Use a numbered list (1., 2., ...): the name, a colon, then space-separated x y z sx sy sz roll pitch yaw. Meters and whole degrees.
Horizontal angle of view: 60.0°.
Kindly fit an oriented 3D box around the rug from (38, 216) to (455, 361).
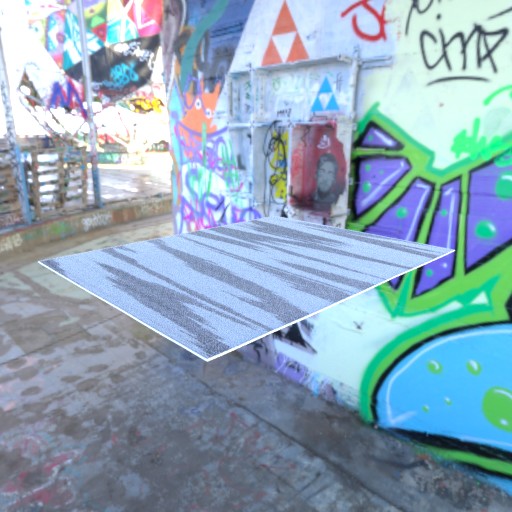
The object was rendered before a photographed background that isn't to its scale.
1. rug: 0.000 0.000 3.974 2.945 0.014 2.353 -15 22 -42
